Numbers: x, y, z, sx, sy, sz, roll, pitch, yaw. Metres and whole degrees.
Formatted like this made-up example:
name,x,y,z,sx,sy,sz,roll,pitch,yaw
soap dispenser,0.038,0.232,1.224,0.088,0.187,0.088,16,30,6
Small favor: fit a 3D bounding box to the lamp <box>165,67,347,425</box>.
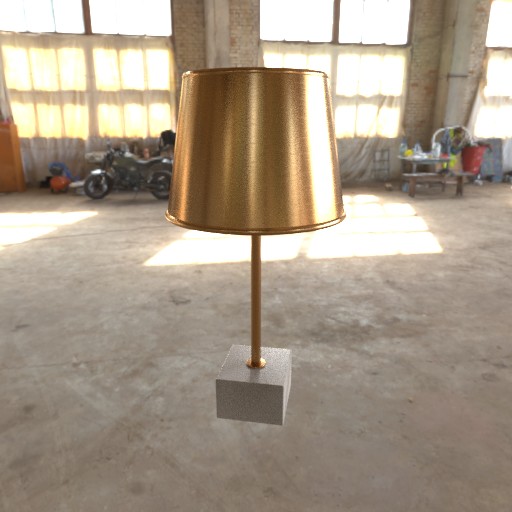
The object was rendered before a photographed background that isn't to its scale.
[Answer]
name,x,y,z,sx,sy,sz,roll,pitch,yaw
lamp,0.000,0.000,0.535,0.208,0.406,0.208,0,17,0
